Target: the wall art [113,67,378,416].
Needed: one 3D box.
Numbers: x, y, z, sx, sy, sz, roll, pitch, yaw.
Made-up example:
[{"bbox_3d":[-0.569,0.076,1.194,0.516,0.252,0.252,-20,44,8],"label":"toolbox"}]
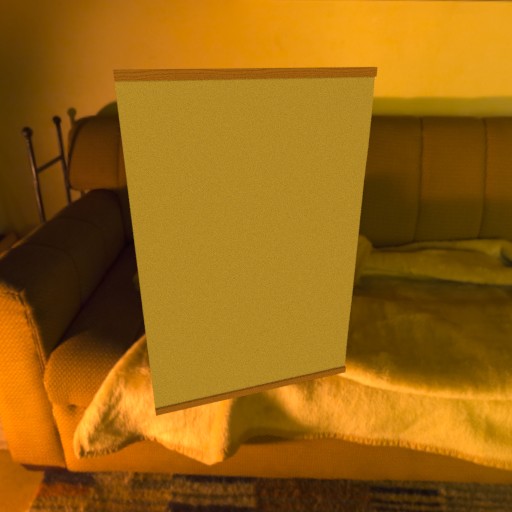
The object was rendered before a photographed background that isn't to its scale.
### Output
[{"bbox_3d":[0.000,0.000,1.950,1.011,1.521,0.025,-8,26,-16],"label":"wall art"}]
